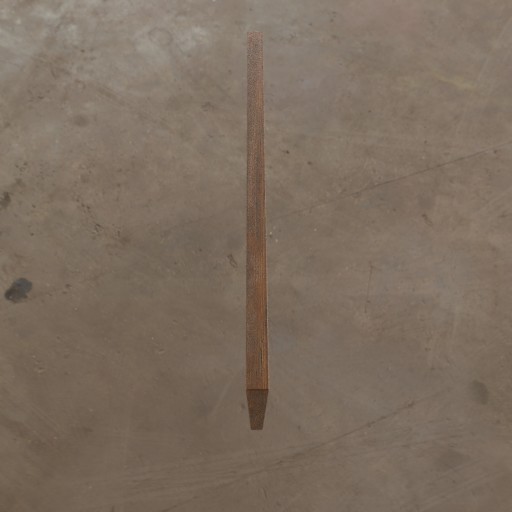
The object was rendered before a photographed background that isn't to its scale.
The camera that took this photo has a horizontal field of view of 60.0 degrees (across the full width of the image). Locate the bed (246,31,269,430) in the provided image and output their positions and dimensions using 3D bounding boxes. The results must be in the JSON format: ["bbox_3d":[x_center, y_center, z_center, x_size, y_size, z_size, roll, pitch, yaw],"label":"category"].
[{"bbox_3d":[0.000,0.000,1.527,0.046,0.942,1.046,0,64,0],"label":"bed"}]
